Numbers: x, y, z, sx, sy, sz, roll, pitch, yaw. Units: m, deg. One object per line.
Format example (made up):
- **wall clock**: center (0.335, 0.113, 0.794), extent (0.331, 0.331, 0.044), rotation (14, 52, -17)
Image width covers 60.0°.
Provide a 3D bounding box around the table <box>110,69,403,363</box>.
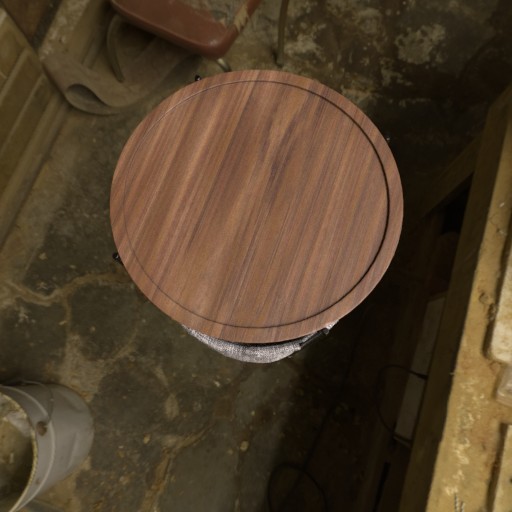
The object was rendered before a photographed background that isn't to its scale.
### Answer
- **table**: center (0.000, 0.000, 0.884), extent (0.400, 0.623, 0.400), rotation (19, 76, 5)
